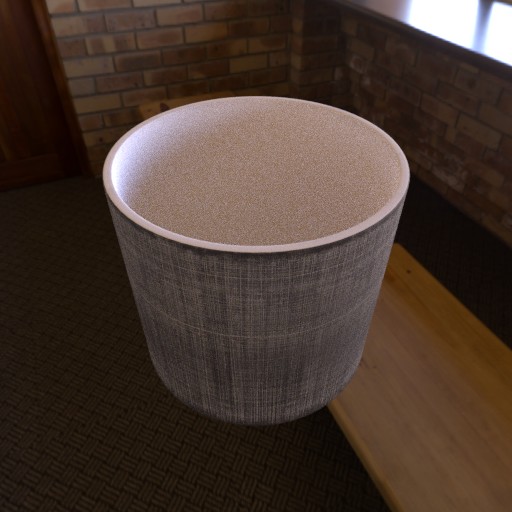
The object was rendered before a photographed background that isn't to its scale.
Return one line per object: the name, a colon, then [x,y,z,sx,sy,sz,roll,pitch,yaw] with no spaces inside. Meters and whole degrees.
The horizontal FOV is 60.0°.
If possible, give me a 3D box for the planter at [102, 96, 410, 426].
planter: [0.000,0.000,0.395,0.221,0.201,0.221,0,42,0]
